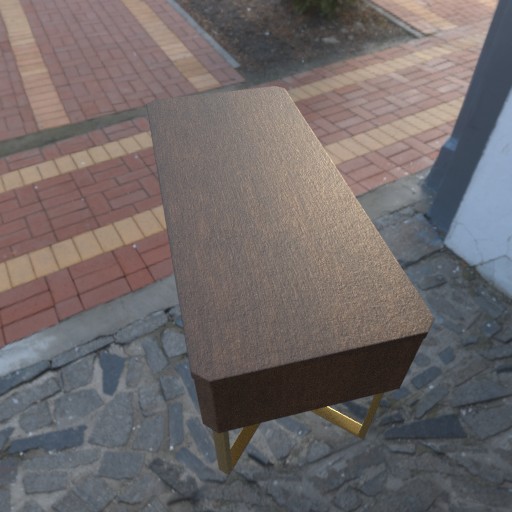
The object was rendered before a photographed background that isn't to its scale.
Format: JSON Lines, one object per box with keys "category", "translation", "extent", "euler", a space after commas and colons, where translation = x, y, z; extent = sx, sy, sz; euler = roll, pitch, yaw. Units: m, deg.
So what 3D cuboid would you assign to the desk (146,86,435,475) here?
{"category": "desk", "translation": [0.000, 0.000, 1.889], "extent": [0.684, 0.762, 1.479], "euler": [-10, 47, -10]}
